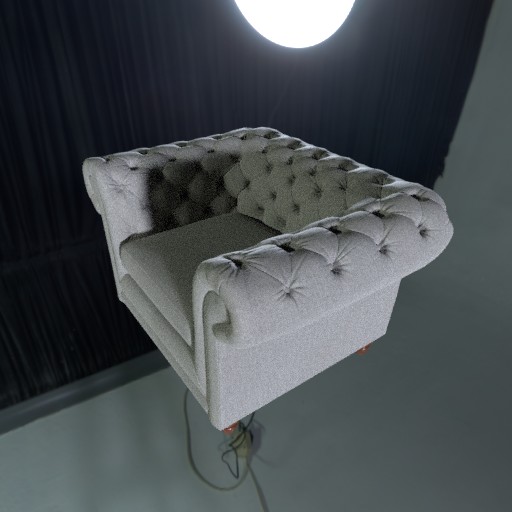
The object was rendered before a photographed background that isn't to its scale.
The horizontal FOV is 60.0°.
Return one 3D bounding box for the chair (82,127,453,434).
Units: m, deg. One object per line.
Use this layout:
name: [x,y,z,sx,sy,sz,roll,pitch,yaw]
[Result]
chair: [0.000,0.000,1.881,0.976,0.770,1.270,-21,37,-30]
